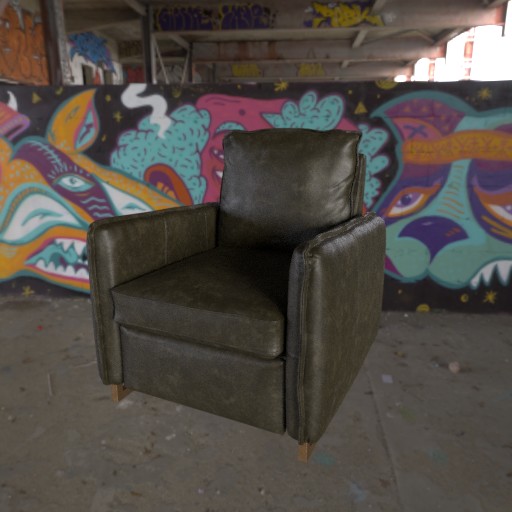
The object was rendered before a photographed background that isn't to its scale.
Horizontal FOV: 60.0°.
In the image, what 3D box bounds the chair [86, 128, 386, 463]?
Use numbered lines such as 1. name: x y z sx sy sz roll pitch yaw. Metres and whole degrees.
1. chair: 0.000 0.000 1.621 0.830 0.921 0.921 7 16 25
